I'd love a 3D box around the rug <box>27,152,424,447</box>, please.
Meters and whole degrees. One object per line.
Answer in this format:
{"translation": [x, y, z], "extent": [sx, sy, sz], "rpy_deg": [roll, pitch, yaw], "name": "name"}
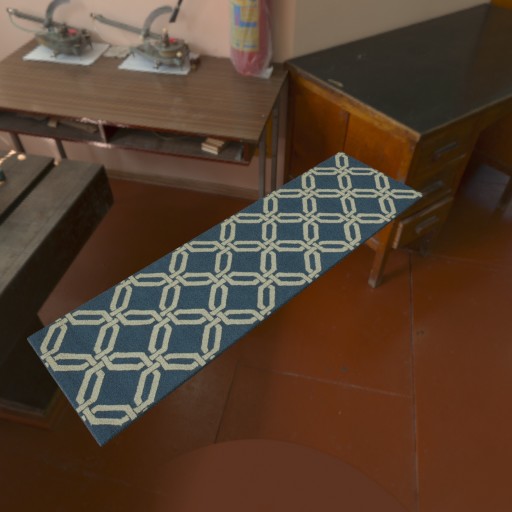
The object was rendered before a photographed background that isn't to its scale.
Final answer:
{"translation": [0.000, 0.000, 2.421], "extent": [2.276, 0.014, 0.678], "rpy_deg": [-34, 55, -28], "name": "rug"}
